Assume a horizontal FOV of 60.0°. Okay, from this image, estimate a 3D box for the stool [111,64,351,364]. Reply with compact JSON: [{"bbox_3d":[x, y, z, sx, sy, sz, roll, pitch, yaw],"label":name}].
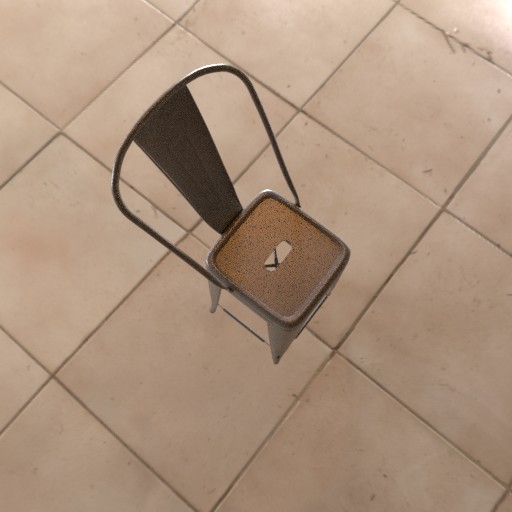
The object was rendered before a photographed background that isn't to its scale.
[{"bbox_3d":[0.000,0.000,1.344,0.513,1.096,0.399,37,78,10],"label":"stool"}]
